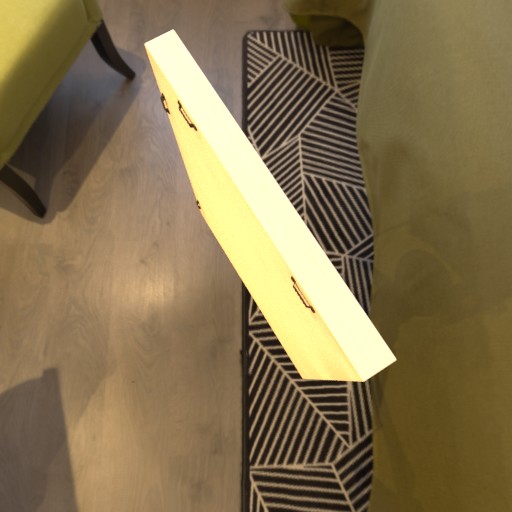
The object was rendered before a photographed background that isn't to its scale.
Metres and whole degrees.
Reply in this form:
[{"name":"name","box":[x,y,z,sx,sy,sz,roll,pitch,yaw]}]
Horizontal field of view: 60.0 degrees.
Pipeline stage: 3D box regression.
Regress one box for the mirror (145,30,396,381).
[{"name":"mirror","box":[0.000,0.000,0.673,0.041,0.509,0.406,-31,77,-8]}]
